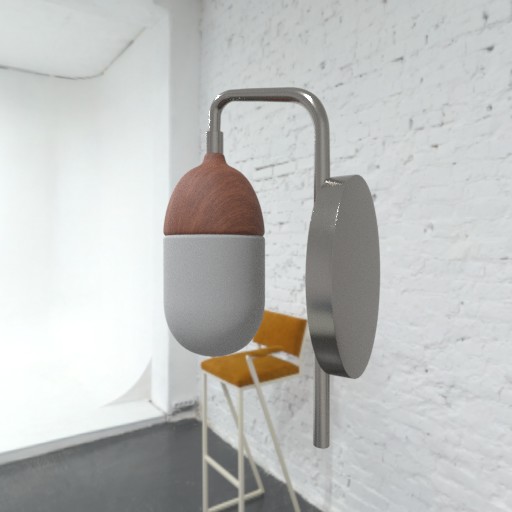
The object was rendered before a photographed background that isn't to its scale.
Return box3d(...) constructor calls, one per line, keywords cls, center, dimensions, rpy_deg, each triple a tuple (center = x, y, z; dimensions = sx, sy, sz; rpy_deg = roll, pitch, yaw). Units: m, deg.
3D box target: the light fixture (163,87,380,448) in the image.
box3d(cls="light fixture", center=(0.000, 0.000, 0.443), dimensions=(0.216, 0.343, 0.108), rpy_deg=(1, 1, 35))
